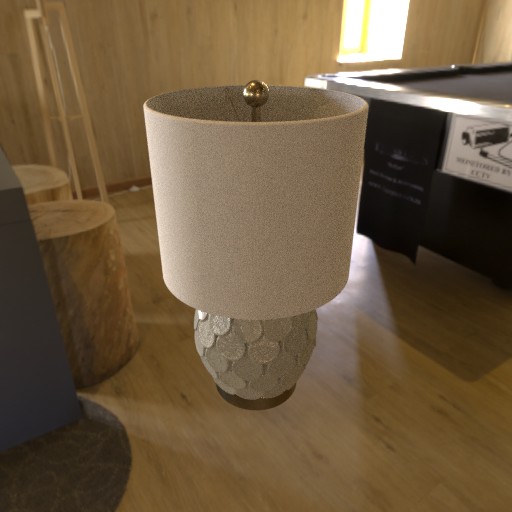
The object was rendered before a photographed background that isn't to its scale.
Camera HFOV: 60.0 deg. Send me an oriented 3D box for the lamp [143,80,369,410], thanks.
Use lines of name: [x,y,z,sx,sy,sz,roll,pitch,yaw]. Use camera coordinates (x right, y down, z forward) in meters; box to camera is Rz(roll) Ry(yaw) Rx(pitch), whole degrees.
lamp: [0.000,0.000,0.608,0.254,0.452,0.254,0,28,0]
